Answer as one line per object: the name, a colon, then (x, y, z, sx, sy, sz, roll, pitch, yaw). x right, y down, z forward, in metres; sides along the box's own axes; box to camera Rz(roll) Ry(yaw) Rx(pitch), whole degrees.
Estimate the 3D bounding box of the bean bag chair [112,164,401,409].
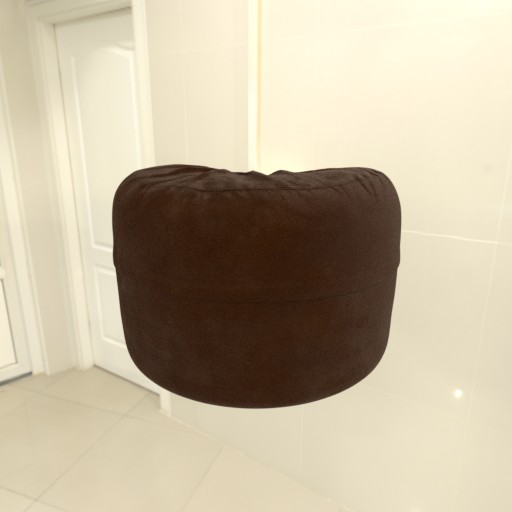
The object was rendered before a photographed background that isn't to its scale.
bean bag chair: (0.000, 0.000, 1.490, 0.918, 0.616, 0.918, 0, 17, 0)
